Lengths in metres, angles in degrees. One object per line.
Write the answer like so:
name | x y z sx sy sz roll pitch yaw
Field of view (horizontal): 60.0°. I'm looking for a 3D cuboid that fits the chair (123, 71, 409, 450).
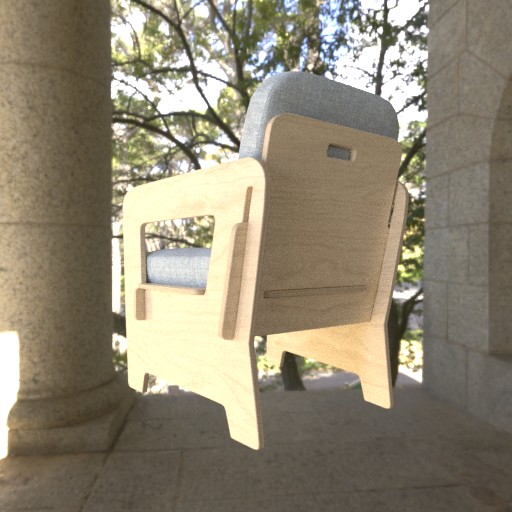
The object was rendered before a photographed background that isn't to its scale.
chair | 0.000 0.000 1.281 0.590 0.800 0.710 0 0 -36
